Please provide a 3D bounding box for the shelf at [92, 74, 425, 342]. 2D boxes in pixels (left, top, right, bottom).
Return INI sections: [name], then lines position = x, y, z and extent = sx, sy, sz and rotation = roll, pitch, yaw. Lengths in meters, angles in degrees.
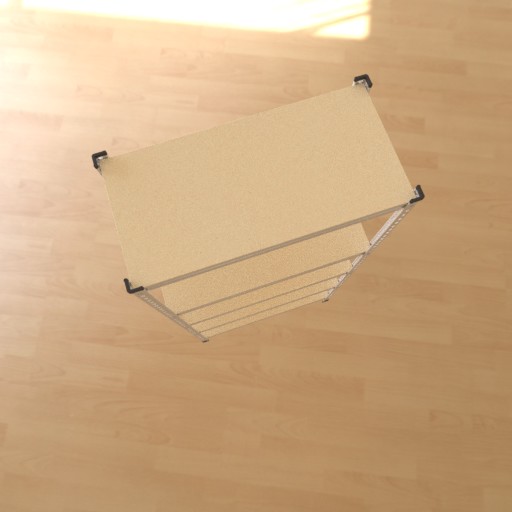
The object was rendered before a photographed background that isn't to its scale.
[shelf]
position = 0.000, 0.000, 2.218
extent = 0.914, 1.829, 0.457
rotation = -18, 75, -5
